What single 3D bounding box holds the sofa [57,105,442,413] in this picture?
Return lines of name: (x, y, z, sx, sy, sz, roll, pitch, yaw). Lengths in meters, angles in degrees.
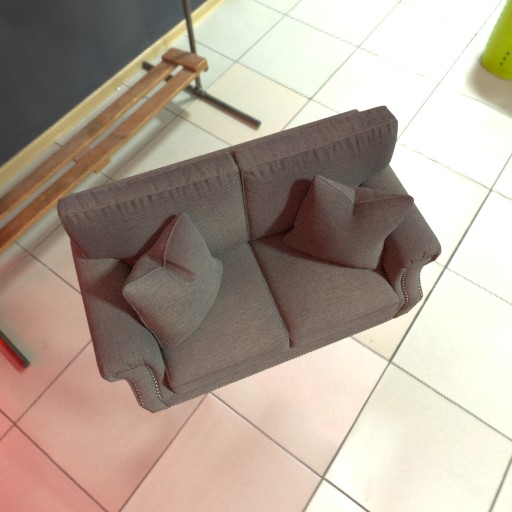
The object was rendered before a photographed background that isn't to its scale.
sofa: (0.000, 0.000, 2.261, 1.701, 0.966, 0.966, -19, 64, -10)
